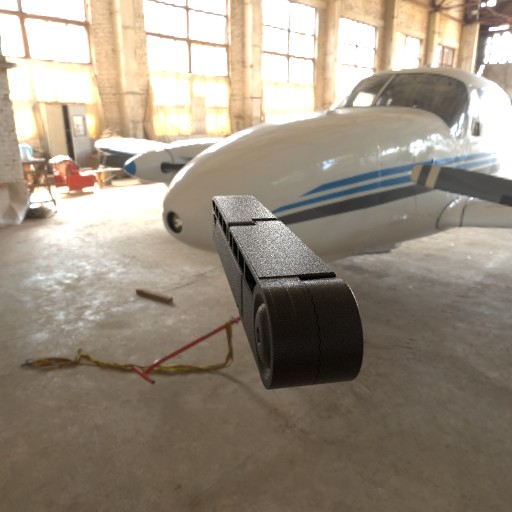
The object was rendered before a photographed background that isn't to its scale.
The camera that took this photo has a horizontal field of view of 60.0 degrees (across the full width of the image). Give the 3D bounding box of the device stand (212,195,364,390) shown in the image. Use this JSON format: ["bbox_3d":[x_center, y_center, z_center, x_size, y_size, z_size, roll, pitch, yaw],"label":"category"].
[{"bbox_3d":[0.000,0.000,0.197,0.026,0.030,0.179,-3,17,-10],"label":"device stand"}]
